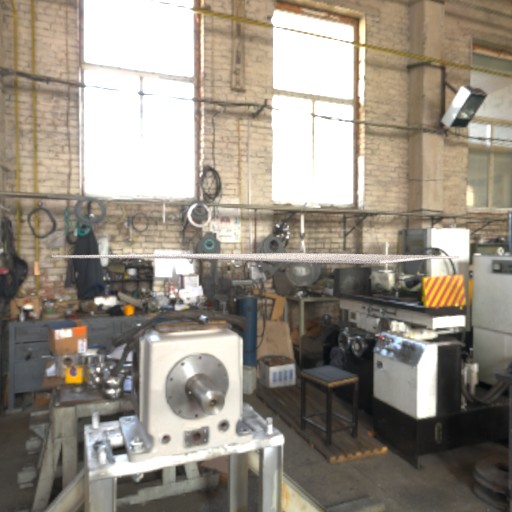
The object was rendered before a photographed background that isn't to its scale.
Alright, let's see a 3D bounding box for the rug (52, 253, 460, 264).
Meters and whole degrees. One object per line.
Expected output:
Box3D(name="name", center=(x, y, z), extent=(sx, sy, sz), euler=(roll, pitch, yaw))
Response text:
Box3D(name="rug", center=(0.000, 0.000, 3.025), extent=(2.307, 0.030, 1.604), euler=(1, 1, 35))
